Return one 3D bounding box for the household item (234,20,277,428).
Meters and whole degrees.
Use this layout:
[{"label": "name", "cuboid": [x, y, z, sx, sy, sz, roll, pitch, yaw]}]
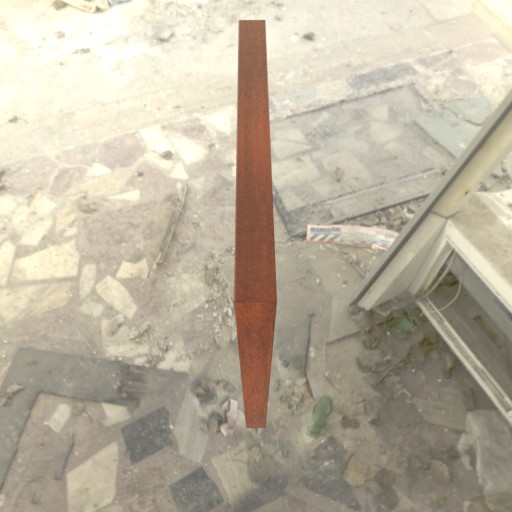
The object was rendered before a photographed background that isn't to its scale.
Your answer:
[{"label": "household item", "cuboid": [0.000, 0.000, 0.337, 0.020, 0.250, 0.200, -1, 58, 0]}]
